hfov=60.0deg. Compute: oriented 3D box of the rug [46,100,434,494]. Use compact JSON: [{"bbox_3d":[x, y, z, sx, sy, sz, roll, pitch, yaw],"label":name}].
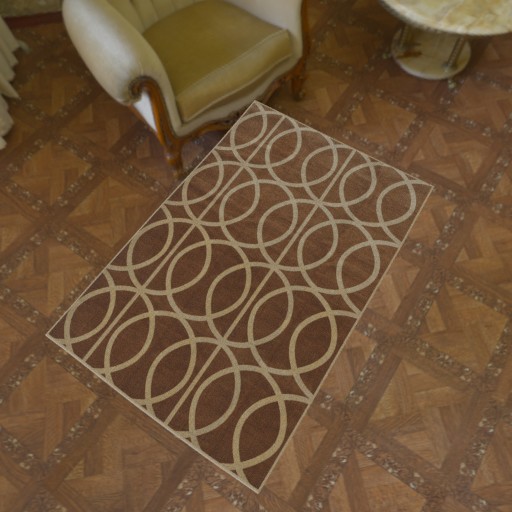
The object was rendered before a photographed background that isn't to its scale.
[{"bbox_3d":[0.000,0.000,2.883,1.528,0.014,2.294,30,67,14],"label":"rug"}]
